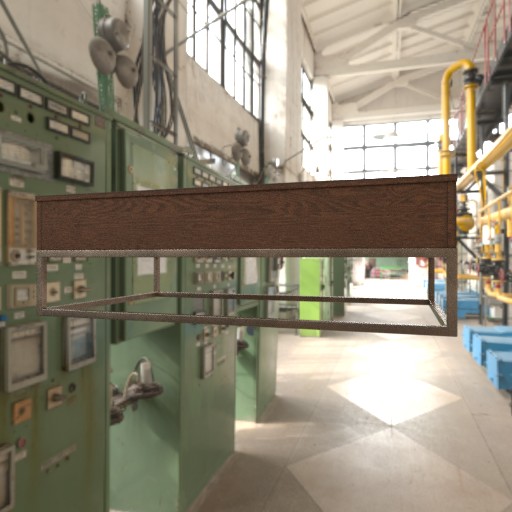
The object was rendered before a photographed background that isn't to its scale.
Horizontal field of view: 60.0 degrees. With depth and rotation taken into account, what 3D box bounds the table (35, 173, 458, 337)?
[{"bbox_3d":[0.000,0.000,1.498,1.167,0.361,0.719,0,0,18],"label":"table"}]
